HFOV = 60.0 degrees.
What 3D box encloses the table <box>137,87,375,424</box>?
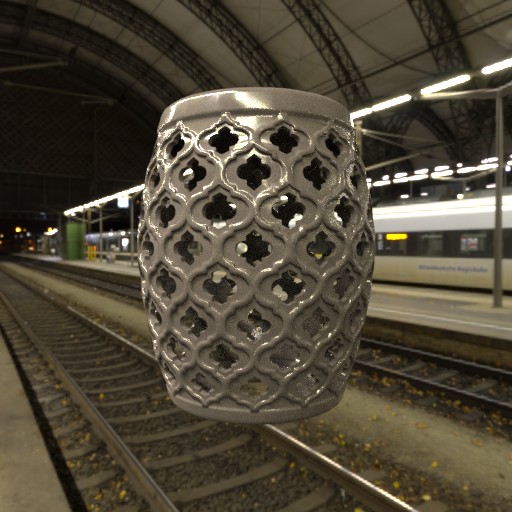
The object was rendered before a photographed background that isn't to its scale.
[{"bbox_3d":[0.000,0.000,0.628,0.325,0.388,0.325,0,1,0],"label":"table"}]
